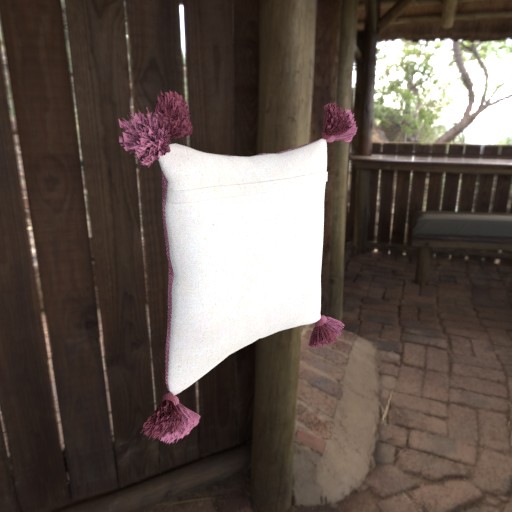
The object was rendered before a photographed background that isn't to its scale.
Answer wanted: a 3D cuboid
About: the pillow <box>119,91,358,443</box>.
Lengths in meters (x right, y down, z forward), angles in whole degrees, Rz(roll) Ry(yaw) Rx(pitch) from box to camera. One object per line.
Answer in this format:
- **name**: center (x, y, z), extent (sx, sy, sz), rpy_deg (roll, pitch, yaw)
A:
- **pillow**: center (0.000, 0.000, 0.968), extent (0.641, 0.659, 0.138), rpy_deg (-16, 23, -42)
